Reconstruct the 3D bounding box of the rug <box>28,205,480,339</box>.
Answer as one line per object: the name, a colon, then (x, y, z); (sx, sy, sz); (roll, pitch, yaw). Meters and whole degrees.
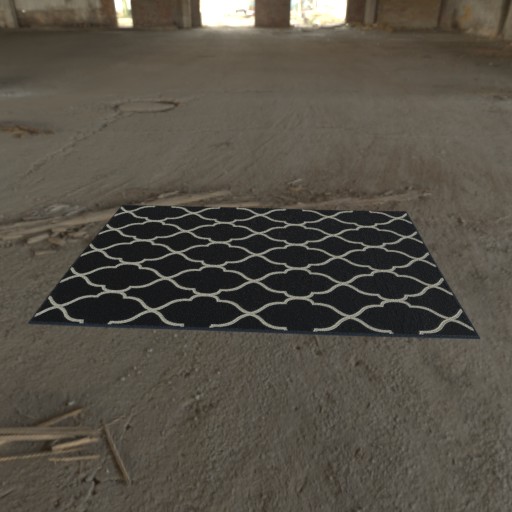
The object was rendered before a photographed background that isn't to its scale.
rug: (0.000, 0.000, 2.880); (2.290, 0.014, 1.526); (2, 30, 3)
